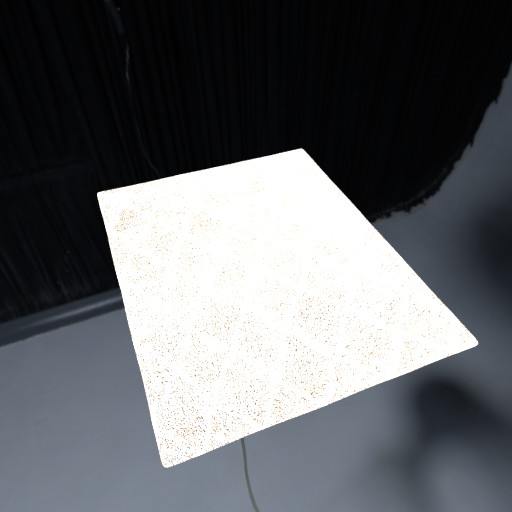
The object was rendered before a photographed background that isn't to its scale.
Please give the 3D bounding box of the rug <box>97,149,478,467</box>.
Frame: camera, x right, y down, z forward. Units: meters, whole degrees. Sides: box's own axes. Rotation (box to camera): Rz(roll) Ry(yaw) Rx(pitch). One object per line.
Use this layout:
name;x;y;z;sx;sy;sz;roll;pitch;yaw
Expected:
rug;0.000;0.000;4.046;2.438;0.029;3.047;-16;46;-16
